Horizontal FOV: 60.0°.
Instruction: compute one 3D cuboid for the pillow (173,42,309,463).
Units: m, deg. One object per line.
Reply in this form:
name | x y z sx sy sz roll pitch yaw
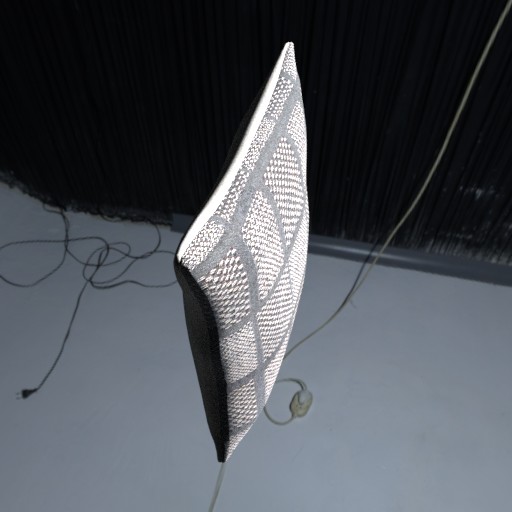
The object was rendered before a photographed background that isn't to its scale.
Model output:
pillow | 0.000 0.000 0.631 0.138 0.432 0.435 10 48 10
